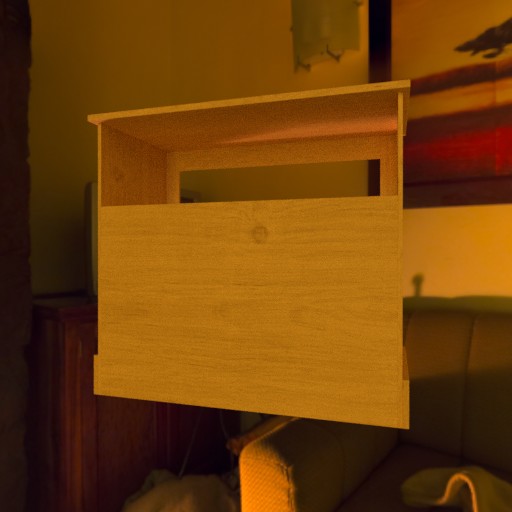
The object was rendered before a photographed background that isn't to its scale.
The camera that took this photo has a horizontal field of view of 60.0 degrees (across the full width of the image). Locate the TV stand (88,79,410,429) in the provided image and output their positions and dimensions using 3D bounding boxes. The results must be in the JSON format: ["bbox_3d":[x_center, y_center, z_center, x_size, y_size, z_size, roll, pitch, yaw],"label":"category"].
[{"bbox_3d":[0.000,0.000,1.317,0.851,0.787,0.430,0,0,17],"label":"TV stand"}]
